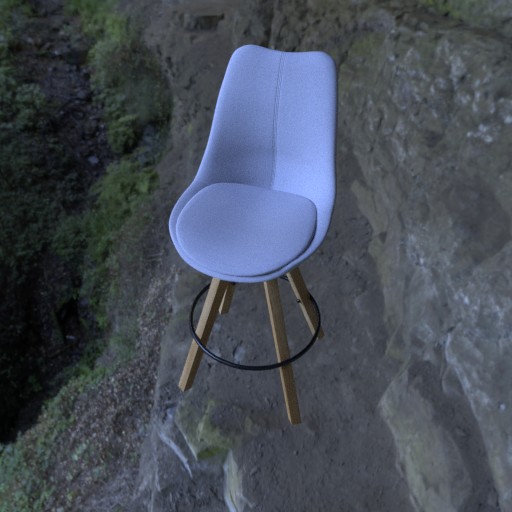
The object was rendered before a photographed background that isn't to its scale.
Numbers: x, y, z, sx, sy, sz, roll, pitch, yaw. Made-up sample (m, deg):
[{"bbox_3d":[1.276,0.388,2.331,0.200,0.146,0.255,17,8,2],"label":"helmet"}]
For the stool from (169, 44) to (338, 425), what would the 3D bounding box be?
[{"bbox_3d":[0.000,0.000,1.426,0.484,1.115,0.550,12,43,13],"label":"stool"}]
